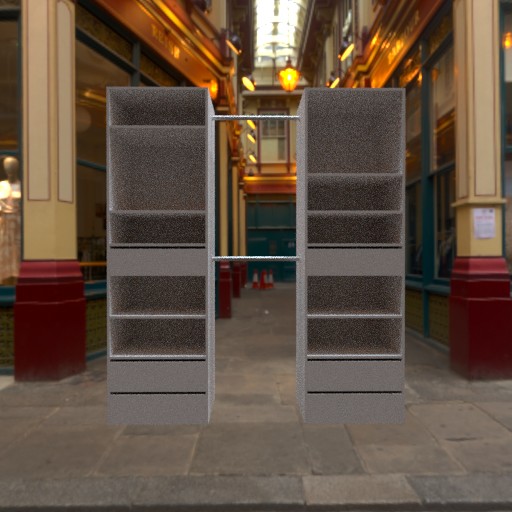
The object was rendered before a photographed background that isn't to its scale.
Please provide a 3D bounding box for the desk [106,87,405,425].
[{"bbox_3d":[0.000,0.000,2.872,1.770,2.000,0.480,0,0,-1],"label":"desk"}]
